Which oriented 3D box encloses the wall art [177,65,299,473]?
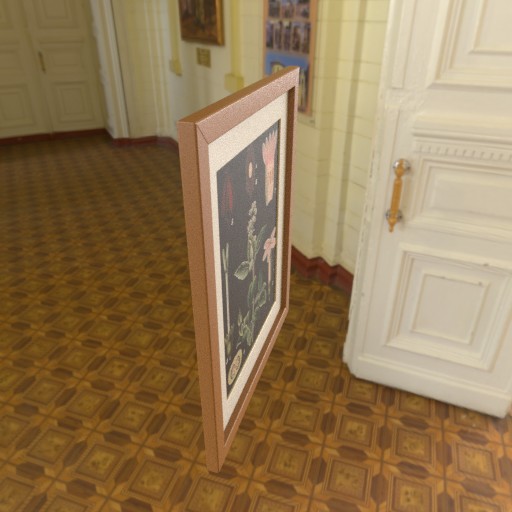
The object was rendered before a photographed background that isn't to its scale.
[{"bbox_3d":[0.000,0.000,0.521,0.015,0.379,0.310,9,31,15],"label":"wall art"}]
